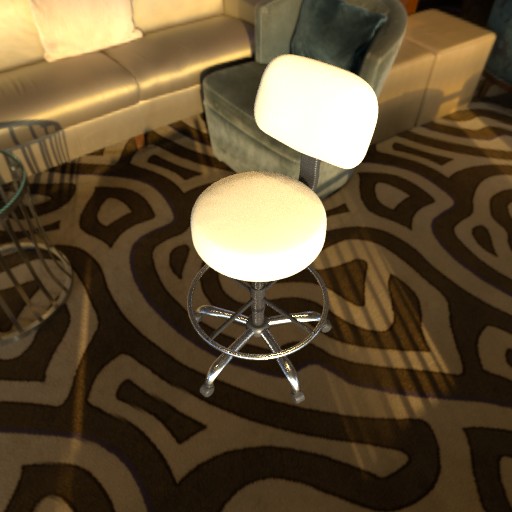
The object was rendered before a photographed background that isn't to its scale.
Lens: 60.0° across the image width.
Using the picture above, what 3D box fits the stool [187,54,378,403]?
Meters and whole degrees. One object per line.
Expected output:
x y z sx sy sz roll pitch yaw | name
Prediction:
0.000 0.000 1.464 0.609 1.080 0.616 33 55 27 | stool
